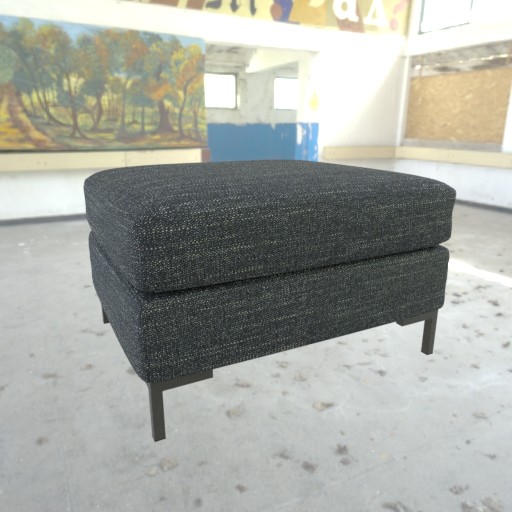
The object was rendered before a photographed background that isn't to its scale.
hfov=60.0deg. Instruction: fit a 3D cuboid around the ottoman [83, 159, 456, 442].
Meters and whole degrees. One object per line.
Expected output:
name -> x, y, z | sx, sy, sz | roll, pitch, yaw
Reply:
ottoman -> 0.000, 0.000, 1.225 | 0.814, 0.491, 0.667 | -8, 19, -26
